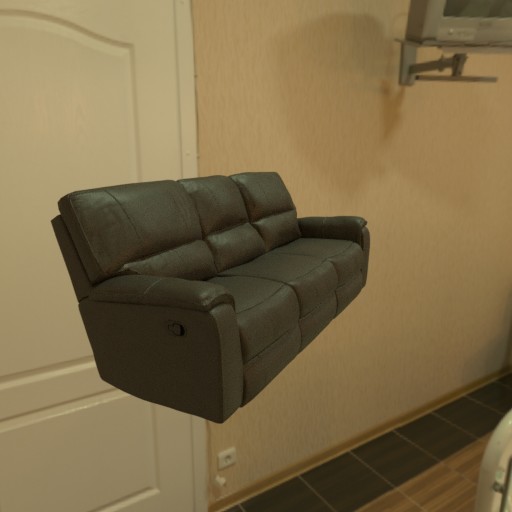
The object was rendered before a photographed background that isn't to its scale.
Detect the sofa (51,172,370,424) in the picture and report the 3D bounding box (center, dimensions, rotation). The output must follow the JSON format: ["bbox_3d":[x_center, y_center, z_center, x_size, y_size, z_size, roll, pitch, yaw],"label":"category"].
[{"bbox_3d":[0.000,0.000,3.217,1.104,1.134,2.627,7,15,28],"label":"sofa"}]
